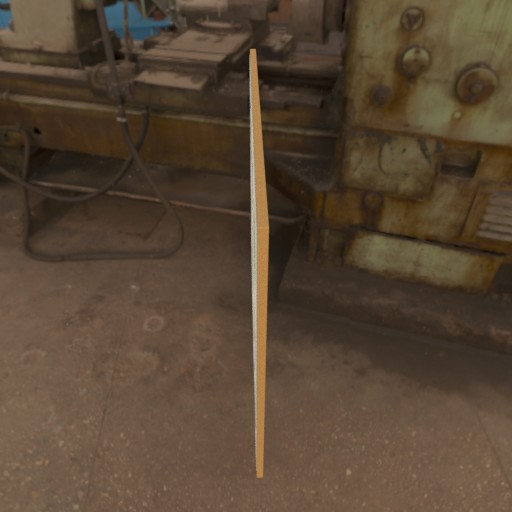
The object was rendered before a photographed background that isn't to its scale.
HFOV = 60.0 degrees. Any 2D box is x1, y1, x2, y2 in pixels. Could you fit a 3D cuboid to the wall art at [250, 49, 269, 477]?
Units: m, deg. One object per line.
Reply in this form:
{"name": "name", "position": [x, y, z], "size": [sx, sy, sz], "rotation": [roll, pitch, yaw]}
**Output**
{"name": "wall art", "position": [0.000, 0.000, 0.958], "size": [0.014, 0.655, 0.657], "rotation": [-1, 41, -1]}
